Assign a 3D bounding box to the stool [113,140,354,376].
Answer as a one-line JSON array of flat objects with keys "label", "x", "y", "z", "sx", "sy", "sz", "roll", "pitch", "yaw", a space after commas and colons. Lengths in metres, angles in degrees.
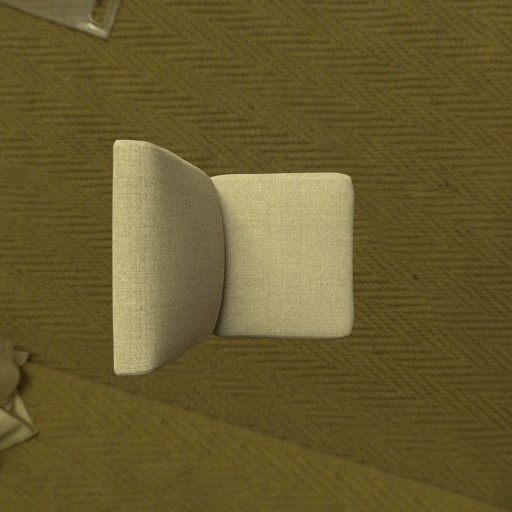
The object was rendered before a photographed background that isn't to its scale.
[{"label": "stool", "x": 0.000, "y": 0.000, "z": 1.286, "sx": 0.526, "sy": 1.010, "sz": 0.459, "roll": 0, "pitch": 91, "yaw": 0}]
